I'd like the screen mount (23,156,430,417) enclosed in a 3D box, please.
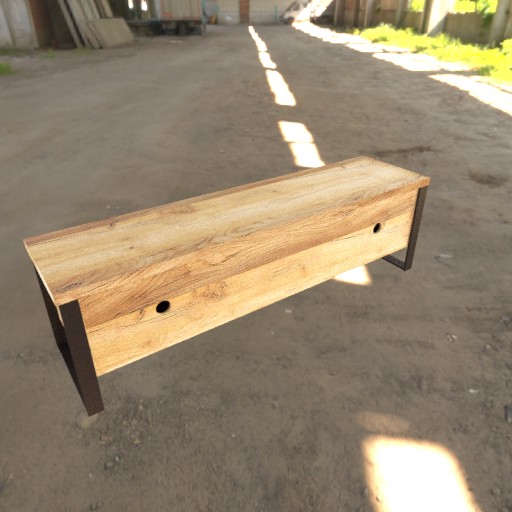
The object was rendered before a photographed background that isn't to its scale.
[{"bbox_3d":[0.000,0.000,1.748,1.524,0.450,0.395,-19,35,-30],"label":"screen mount"}]
